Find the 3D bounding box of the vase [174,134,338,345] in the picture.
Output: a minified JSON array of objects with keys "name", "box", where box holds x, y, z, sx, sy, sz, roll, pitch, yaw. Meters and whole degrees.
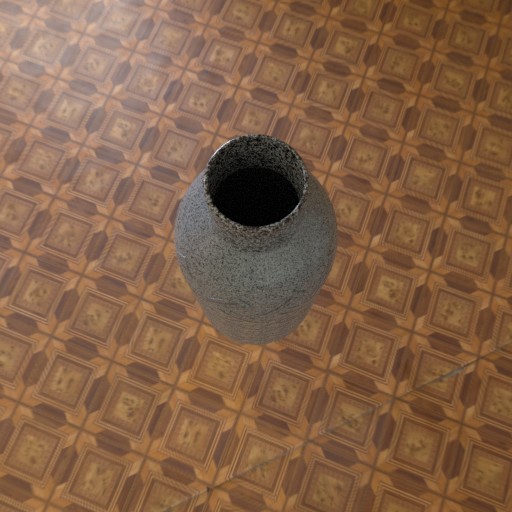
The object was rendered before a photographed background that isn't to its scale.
[{"name":"vase","box":[0.000,0.000,0.348,0.122,0.282,0.122,0,75,0]}]
